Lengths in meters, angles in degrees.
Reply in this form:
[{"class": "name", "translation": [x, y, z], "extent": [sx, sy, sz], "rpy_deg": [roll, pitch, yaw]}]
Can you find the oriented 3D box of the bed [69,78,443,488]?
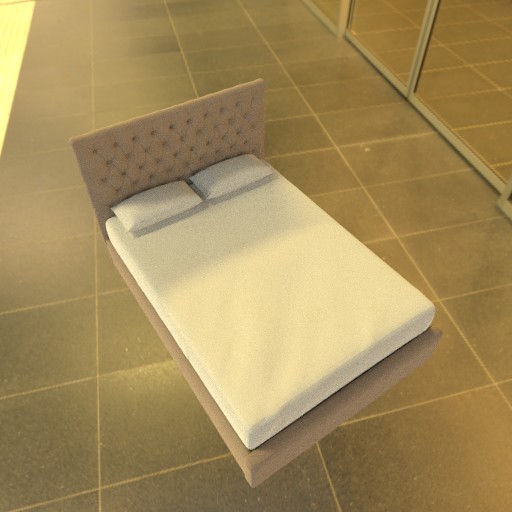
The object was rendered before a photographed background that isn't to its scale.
[{"class": "bed", "translation": [0.000, 0.000, 3.346], "extent": [1.698, 1.427, 2.387], "rpy_deg": [-26, 52, -22]}]
